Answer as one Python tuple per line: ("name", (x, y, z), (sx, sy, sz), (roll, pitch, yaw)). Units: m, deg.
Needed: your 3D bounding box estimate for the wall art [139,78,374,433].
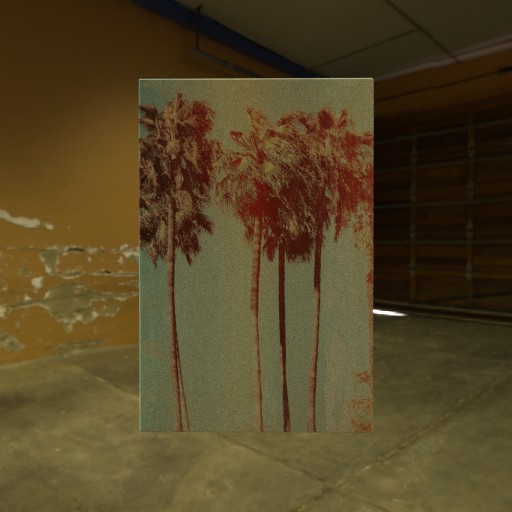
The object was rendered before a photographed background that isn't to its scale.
("wall art", (0.000, 0.000, 1.159), (0.605, 0.915, 0.037), (0, 1, 1))
